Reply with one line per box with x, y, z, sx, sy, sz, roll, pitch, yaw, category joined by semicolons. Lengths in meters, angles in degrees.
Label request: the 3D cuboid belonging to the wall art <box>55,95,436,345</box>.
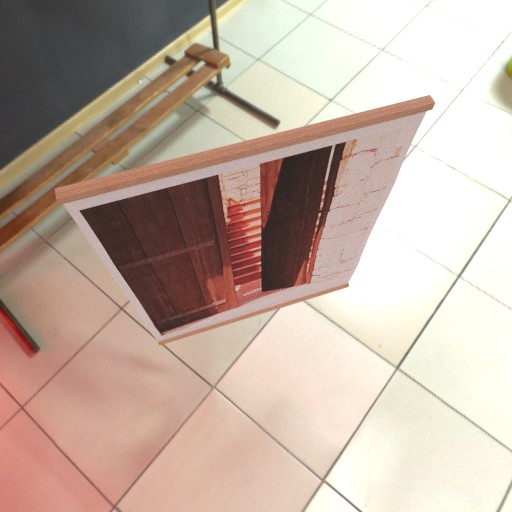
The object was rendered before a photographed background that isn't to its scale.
0.000;0.000;0.681;0.406;0.508;0.013;-16;64;-8;wall art
